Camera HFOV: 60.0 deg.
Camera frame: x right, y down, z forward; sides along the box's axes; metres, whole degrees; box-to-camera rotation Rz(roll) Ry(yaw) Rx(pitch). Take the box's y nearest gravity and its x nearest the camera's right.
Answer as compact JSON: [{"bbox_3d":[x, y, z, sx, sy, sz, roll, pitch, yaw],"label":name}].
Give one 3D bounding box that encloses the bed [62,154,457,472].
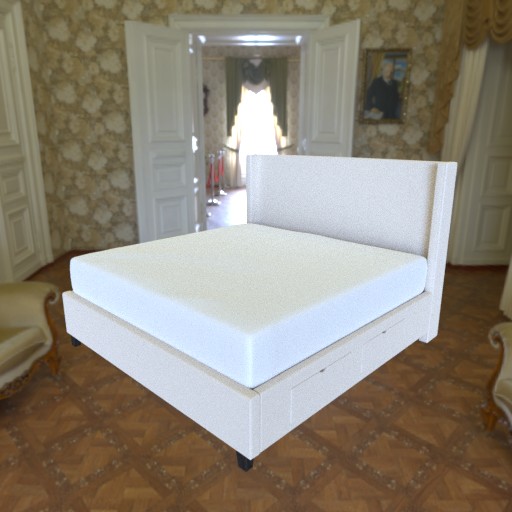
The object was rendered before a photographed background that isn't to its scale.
[{"bbox_3d":[0.000,0.000,3.546,2.145,1.471,2.293,15,21,42],"label":"bed"}]
